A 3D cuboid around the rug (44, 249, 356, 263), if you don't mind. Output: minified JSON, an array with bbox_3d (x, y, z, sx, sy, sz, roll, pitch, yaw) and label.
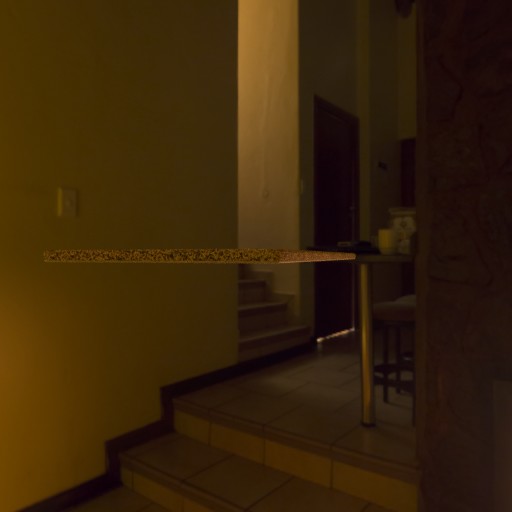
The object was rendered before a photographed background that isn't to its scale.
[{"bbox_3d":[0.000,0.000,1.715,0.609,0.030,1.524,0,0,18],"label":"rug"}]
